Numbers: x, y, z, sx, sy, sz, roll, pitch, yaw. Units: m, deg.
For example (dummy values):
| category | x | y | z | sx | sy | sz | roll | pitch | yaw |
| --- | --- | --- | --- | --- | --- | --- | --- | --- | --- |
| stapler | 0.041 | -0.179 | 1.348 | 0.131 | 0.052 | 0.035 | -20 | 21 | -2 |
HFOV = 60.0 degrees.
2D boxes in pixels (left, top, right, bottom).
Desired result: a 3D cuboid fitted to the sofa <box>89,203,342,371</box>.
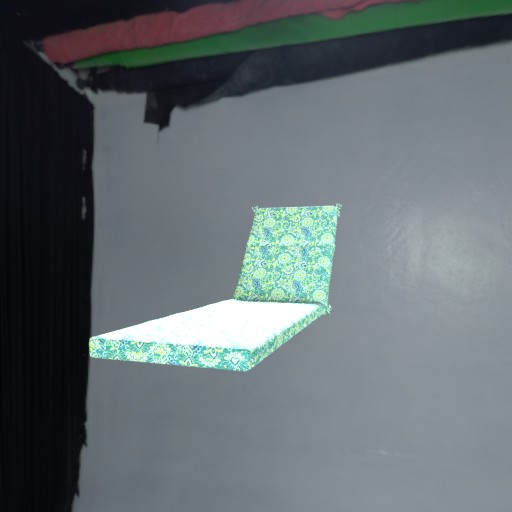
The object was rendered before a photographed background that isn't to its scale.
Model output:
| category | x | y | z | sx | sy | sz | roll | pitch | yaw |
| --- | --- | --- | --- | --- | --- | --- | --- | --- | --- |
| sofa | 0.000 | 0.000 | 2.031 | 0.582 | 0.622 | 1.663 | 0 | 1 | 18 |
